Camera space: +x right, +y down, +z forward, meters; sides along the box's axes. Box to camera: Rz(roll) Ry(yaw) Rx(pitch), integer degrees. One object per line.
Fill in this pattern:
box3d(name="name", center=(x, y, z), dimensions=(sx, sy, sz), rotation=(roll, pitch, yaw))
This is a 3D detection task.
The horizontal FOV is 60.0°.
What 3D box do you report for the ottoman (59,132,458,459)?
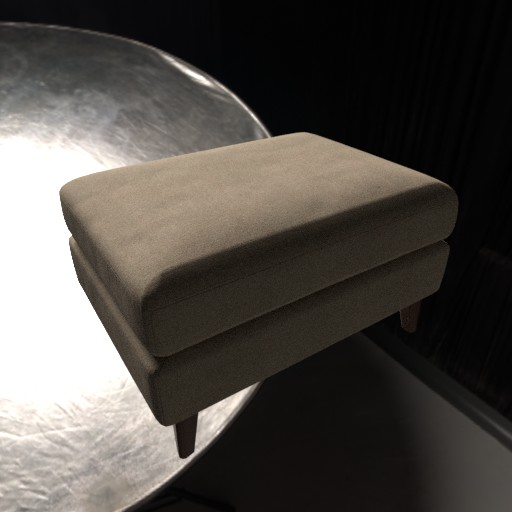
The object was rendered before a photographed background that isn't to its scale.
box3d(name="ottoman", center=(0.000, 0.000, 1.183), dimensions=(0.823, 0.478, 0.610), rotation=(-19, 36, -28))
